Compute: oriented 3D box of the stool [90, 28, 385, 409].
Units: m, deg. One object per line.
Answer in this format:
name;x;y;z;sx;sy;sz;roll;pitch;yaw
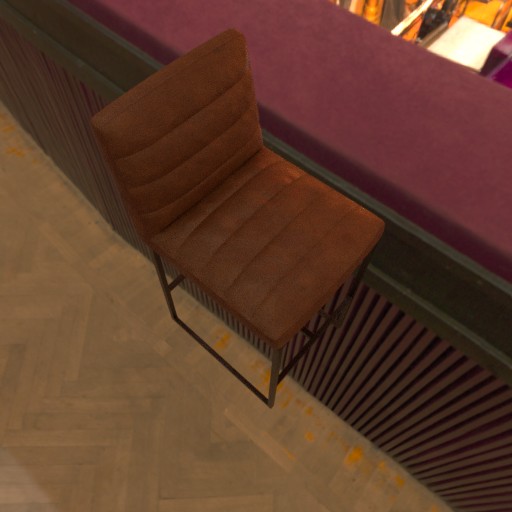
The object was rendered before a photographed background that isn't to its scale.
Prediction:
stool;0.000;0.000;1.353;0.562;1.065;0.463;38;66;20
